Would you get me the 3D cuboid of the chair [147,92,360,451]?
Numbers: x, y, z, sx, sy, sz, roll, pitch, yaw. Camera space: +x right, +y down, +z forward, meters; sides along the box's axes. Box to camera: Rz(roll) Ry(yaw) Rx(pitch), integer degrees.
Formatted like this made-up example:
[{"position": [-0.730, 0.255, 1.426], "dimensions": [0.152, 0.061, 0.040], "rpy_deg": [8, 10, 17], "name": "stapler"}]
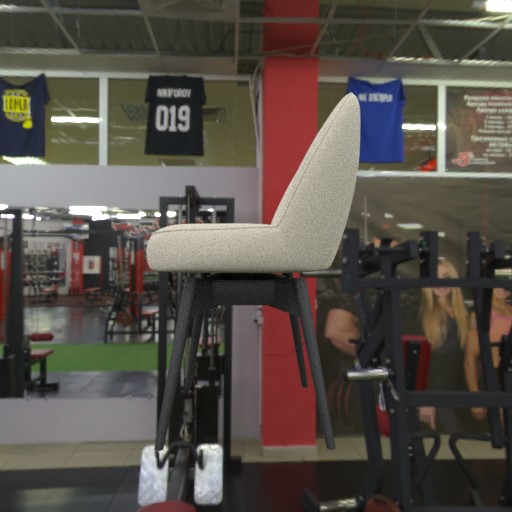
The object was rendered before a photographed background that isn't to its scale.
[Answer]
[{"position": [0.000, 0.000, 1.195], "dimensions": [0.540, 0.838, 0.532], "rpy_deg": [0, 0, -1], "name": "chair"}]
